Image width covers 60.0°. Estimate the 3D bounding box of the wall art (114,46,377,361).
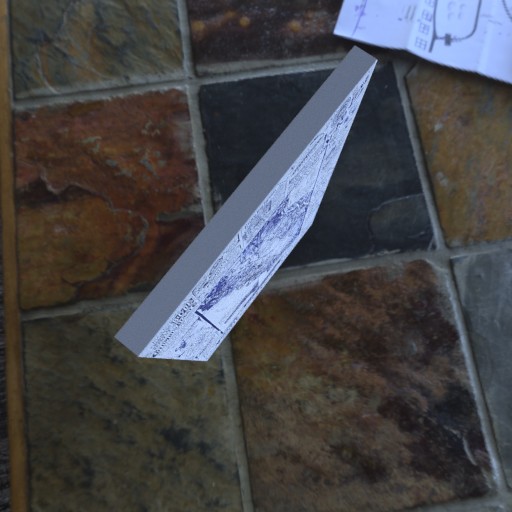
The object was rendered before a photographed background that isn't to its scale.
[{"bbox_3d":[0.000,0.000,0.941,0.039,0.753,0.511,37,79,8],"label":"wall art"}]
